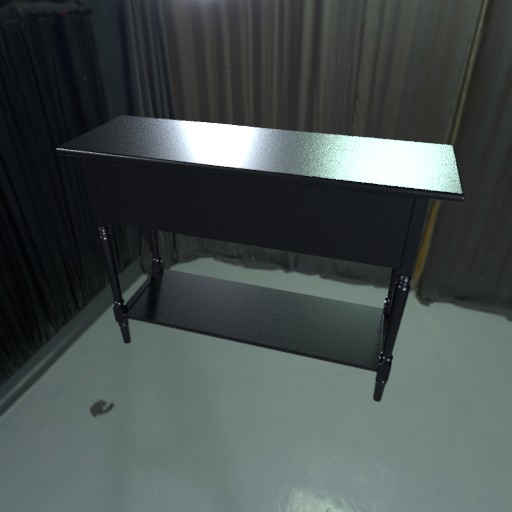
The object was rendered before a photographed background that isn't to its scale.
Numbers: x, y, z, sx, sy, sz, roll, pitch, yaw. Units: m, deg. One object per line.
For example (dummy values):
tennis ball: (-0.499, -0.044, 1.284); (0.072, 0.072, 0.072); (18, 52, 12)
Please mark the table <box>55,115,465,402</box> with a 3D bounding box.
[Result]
table: (0.000, 0.000, 1.609); (1.191, 0.819, 0.386); (9, 34, 14)
